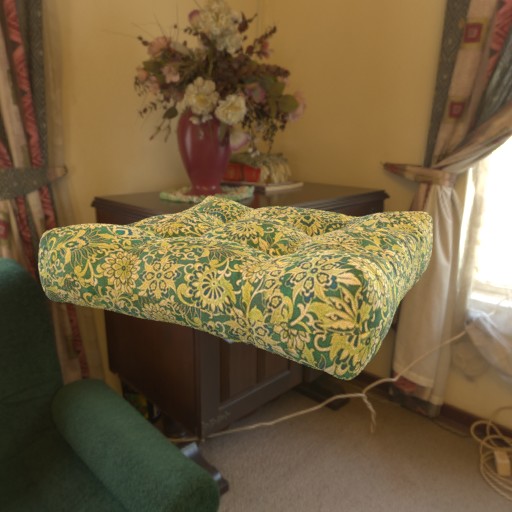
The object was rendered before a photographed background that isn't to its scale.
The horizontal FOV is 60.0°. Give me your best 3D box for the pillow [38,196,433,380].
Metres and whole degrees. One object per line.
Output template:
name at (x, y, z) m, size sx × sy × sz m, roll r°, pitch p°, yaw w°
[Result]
pillow at (0.000, 0.000, 0.718) m, size 0.490 × 0.128 × 0.468 m, roll 8°, pitch 16°, yaw 27°
